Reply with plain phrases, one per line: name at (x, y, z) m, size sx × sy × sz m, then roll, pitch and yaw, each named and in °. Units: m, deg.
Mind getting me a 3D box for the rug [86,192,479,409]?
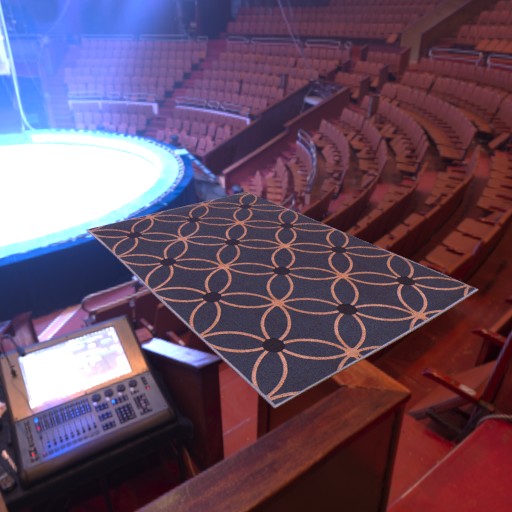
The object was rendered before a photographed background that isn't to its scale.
rug at (0.000, 0.000, 2.956) m, size 1.522 × 0.008 × 2.284 m, roll -19°, pitch 32°, yaw -33°
